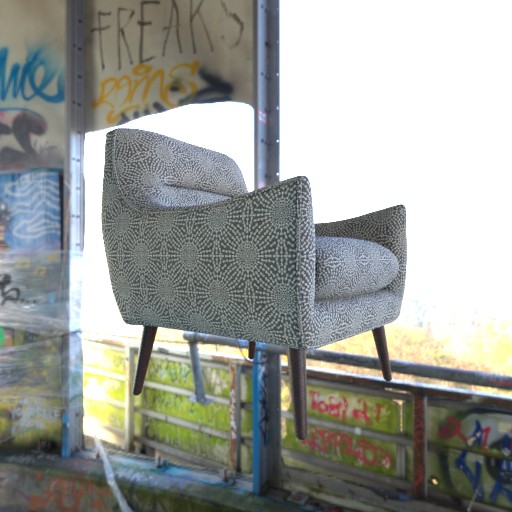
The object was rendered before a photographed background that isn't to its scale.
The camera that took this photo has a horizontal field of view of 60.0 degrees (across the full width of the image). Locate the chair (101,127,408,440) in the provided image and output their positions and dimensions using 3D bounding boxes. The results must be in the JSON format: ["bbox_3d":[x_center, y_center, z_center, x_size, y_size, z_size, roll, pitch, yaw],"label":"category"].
[{"bbox_3d":[0.000,0.000,1.446,0.787,0.838,0.762,0,-1,35],"label":"chair"}]
